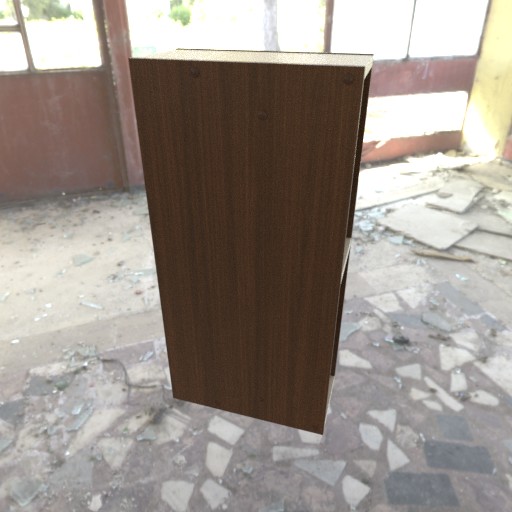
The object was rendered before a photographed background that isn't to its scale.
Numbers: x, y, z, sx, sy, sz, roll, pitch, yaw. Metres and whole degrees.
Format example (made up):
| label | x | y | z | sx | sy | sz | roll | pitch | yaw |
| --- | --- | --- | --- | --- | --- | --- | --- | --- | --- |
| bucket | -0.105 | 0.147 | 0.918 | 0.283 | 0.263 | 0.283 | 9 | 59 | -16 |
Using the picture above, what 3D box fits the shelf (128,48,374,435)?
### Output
| label | x | y | z | sx | sy | sz | roll | pitch | yaw |
| --- | --- | --- | --- | --- | --- | --- | --- | --- | --- |
| shelf | 0.000 | 0.000 | 0.725 | 0.290 | 0.600 | 0.147 | 9 | 31 | 15 |
